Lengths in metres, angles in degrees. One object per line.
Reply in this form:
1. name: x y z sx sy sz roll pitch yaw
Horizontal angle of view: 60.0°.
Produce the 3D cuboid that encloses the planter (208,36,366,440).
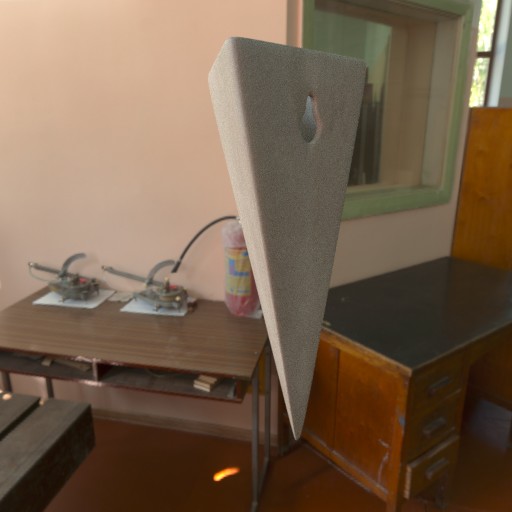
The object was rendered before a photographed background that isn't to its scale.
1. planter: 0.000 0.000 0.273 0.101 0.224 0.081 -15 22 -42
